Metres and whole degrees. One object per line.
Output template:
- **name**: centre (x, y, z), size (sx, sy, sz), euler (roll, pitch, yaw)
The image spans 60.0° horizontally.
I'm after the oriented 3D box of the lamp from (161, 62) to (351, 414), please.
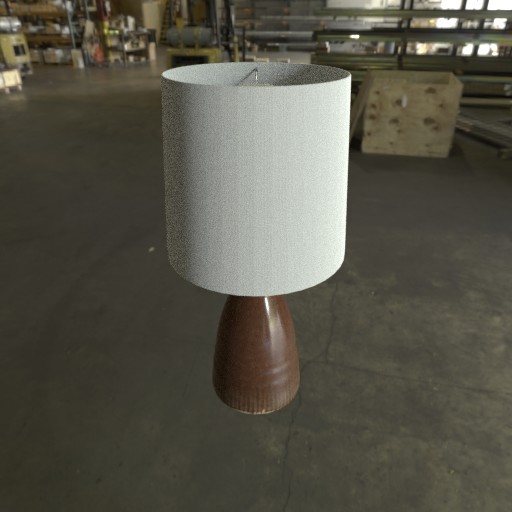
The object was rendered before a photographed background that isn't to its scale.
- **lamp**: centre (0.000, 0.000, 0.479), size (0.186, 0.369, 0.186), euler (0, 29, 0)
